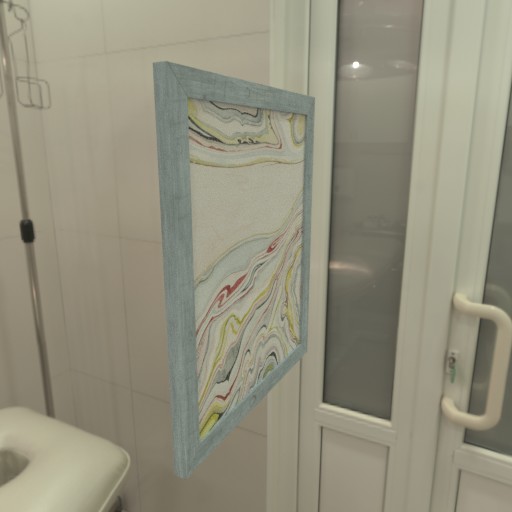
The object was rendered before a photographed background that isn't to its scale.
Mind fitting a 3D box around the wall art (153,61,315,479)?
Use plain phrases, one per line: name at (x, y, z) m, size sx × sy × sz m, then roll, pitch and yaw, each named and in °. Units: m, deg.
wall art at (0.000, 0.000, 0.801) m, size 0.022 × 0.582 × 0.479 m, roll 8°, pitch 16°, yaw 28°
